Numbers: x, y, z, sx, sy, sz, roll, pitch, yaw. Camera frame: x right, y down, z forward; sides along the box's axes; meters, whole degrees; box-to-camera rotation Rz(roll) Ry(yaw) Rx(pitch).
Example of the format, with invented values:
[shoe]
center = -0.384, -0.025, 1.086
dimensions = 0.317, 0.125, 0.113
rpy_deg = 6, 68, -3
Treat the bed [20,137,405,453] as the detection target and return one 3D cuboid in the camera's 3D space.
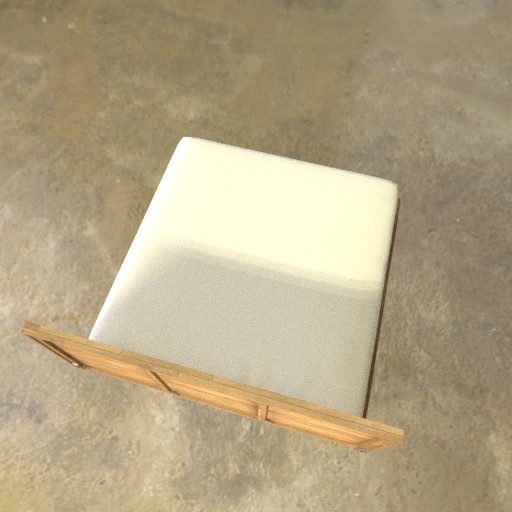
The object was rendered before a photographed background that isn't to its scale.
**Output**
[bed]
center = 0.000, 0.000, 3.282
dimensions = 2.116, 1.100, 2.167
rpy_deg = 14, 64, 7
